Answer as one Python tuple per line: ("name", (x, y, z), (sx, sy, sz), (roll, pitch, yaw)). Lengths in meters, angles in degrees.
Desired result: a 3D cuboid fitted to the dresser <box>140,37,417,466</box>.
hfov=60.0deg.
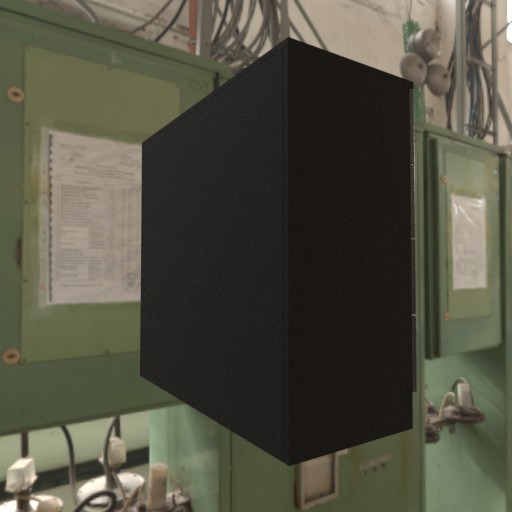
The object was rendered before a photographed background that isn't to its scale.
("dresser", (0.000, 0.000, 1.153), (0.360, 0.720, 0.750), (1, -2, -33))
